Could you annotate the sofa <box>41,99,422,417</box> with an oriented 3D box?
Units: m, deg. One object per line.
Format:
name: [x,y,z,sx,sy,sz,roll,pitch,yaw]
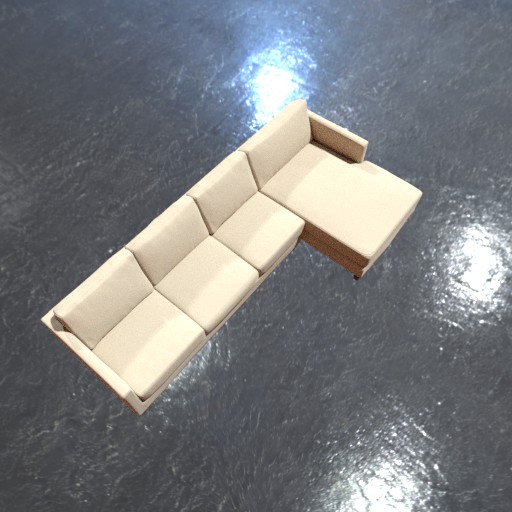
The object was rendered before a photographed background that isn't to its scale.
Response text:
sofa: [0.000,0.000,3.910,1.625,0.861,3.186,35,65,19]
